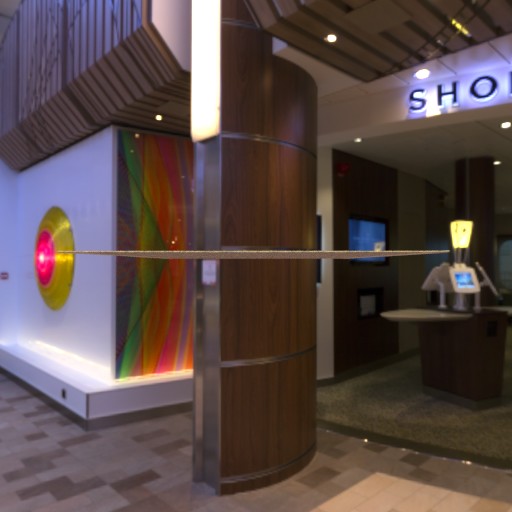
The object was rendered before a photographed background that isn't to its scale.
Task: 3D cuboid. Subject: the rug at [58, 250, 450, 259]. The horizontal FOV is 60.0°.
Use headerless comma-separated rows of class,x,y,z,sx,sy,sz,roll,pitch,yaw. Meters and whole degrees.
rug,0.000,0.000,4.347,2.437,0.014,3.201,0,-1,1
